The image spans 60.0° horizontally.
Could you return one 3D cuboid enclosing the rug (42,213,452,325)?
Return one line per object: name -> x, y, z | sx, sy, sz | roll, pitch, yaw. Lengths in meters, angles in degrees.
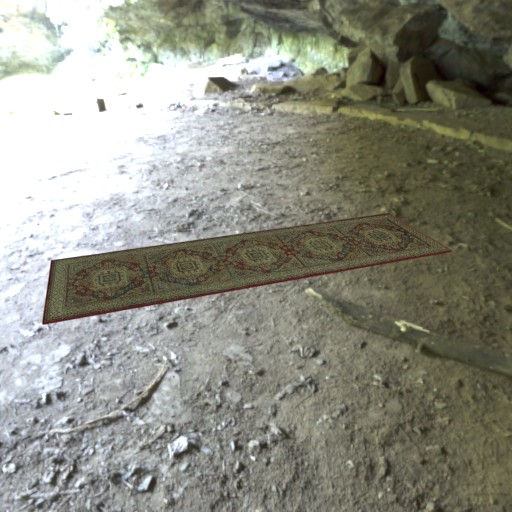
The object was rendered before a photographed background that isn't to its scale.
rug -> 0.000, 0.000, 2.630 | 2.292, 0.015, 0.659 | -9, 28, -17
